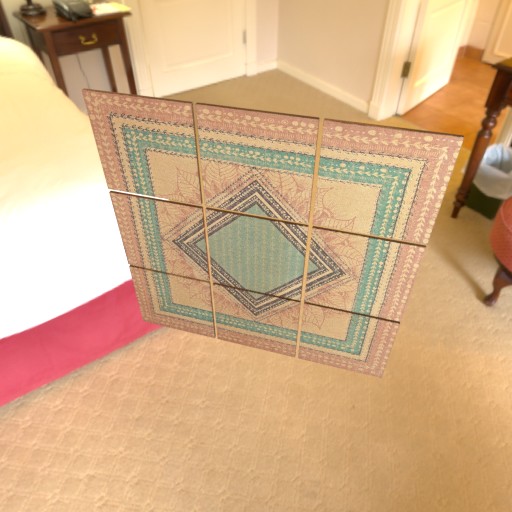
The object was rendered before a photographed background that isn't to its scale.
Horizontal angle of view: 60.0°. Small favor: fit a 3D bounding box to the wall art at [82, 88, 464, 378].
[{"bbox_3d":[0.000,0.000,1.776,1.215,1.213,0.013,11,43,12],"label":"wall art"}]
